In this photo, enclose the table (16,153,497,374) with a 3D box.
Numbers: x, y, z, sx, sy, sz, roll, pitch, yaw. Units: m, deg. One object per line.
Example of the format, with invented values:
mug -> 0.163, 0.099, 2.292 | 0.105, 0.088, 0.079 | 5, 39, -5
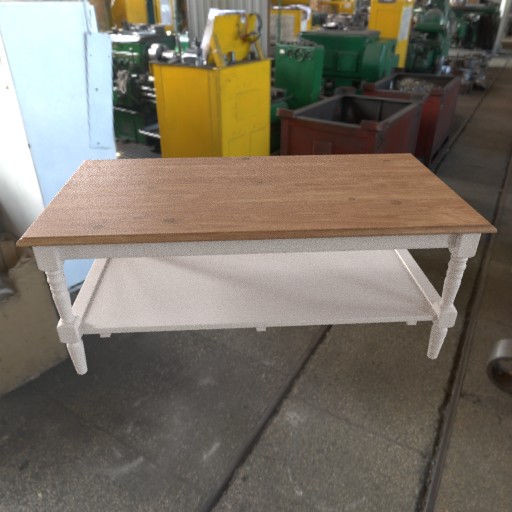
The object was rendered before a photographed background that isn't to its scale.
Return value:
table -> 0.000, 0.000, 1.377 | 1.118, 0.458, 0.559 | -2, 31, -3
